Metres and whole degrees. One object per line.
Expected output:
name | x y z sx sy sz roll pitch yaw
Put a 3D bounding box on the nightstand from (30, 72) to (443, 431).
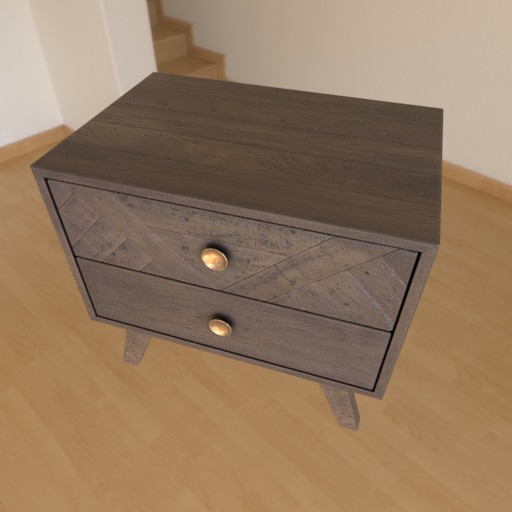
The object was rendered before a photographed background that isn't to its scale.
nightstand | 0.000 0.000 1.012 0.650 0.599 0.450 12 44 13
